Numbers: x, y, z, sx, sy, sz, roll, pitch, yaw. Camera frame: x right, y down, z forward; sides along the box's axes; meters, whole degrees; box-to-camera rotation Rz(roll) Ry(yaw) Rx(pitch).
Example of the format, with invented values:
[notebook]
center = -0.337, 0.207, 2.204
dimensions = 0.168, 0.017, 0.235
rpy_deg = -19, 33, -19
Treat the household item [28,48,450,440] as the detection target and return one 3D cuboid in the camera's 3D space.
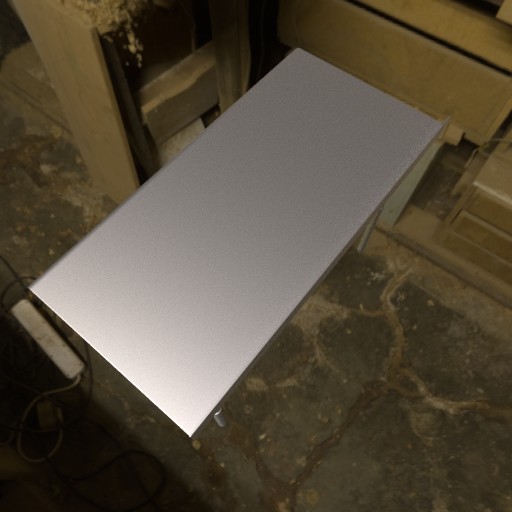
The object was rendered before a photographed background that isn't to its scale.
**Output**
[household item]
center = 0.000, 0.000, 1.662
dimensions = 0.610, 0.851, 1.219
rpy_deg = 36, 68, 17
